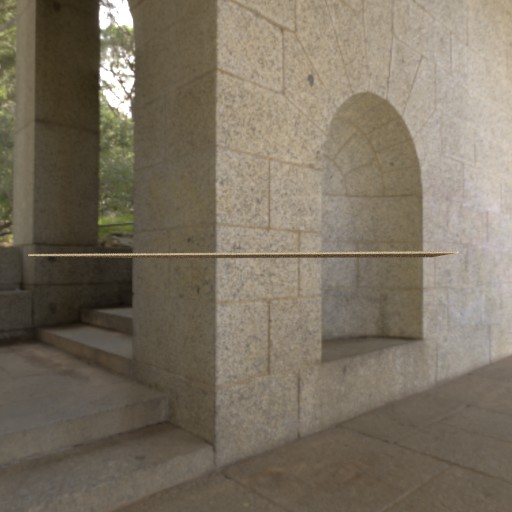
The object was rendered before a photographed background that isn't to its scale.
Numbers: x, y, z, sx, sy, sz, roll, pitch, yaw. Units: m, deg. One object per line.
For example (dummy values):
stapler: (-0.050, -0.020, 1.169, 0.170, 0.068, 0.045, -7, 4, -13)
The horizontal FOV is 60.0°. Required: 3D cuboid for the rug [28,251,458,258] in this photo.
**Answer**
rug: (0.000, 0.000, 2.351, 1.828, 0.007, 1.220, 0, -1, 18)
